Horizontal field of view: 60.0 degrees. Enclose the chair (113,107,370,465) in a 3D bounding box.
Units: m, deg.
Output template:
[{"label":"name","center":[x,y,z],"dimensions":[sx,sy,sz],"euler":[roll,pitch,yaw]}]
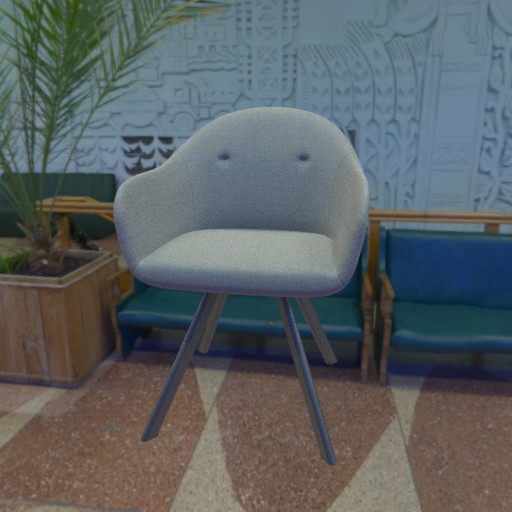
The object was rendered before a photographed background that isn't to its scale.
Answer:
[{"label":"chair","center":[0.000,0.000,1.180],"dimensions":[0.540,0.780,0.570],"euler":[3,16,10]}]
